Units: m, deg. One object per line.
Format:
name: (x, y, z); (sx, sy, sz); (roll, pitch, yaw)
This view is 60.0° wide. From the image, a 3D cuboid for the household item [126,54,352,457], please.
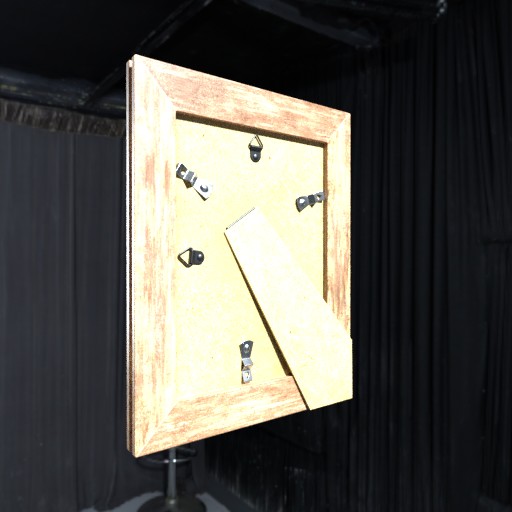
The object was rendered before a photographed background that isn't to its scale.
household item: (0.000, 0.000, 0.320); (0.186, 0.237, 0.018); (0, 0, -36)
